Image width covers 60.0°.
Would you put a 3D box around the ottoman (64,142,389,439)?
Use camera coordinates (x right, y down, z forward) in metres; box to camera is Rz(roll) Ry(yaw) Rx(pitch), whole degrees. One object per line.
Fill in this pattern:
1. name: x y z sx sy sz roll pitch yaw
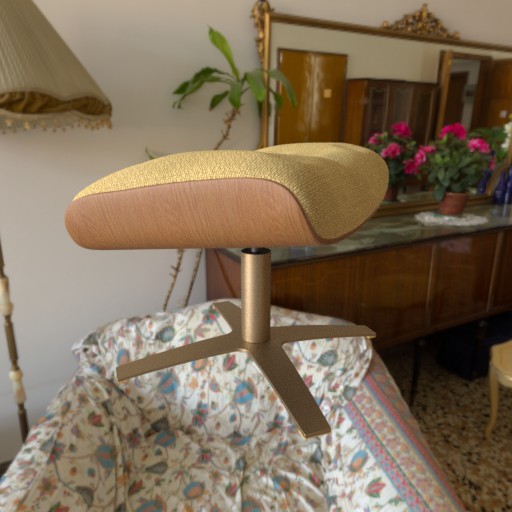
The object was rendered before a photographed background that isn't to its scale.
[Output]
1. ottoman: 0.000 0.000 0.804 0.394 0.391 0.520 7 18 24
